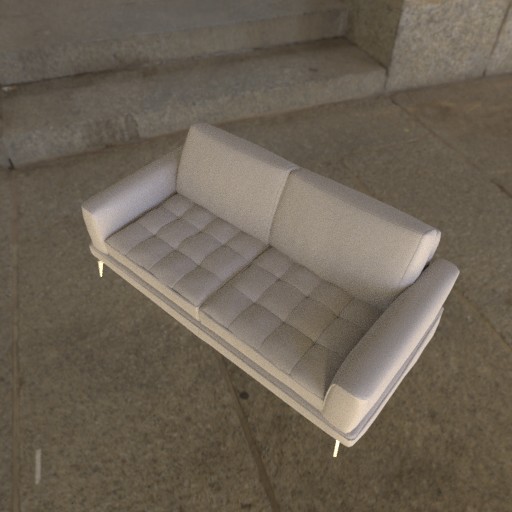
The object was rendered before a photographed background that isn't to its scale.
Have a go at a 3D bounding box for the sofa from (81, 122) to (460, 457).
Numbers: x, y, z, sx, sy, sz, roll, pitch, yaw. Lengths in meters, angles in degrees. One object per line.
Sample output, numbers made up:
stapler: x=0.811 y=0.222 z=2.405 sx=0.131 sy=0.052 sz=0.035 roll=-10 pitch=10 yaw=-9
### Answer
sofa: x=0.000 y=0.000 z=2.770 sx=2.177 sy=0.930 sz=1.121 roll=31 pitch=53 yaw=27
